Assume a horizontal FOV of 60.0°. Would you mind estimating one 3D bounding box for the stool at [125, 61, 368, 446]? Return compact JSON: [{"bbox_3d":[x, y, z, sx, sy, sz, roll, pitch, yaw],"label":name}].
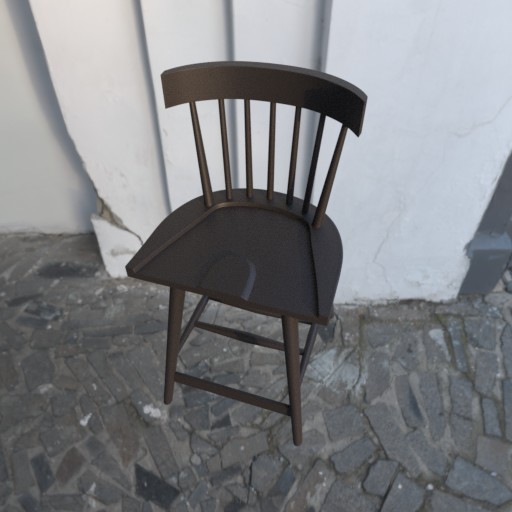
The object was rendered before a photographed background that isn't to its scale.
[{"bbox_3d":[0.000,0.000,1.251,0.494,0.953,0.549,12,44,13],"label":"stool"}]
